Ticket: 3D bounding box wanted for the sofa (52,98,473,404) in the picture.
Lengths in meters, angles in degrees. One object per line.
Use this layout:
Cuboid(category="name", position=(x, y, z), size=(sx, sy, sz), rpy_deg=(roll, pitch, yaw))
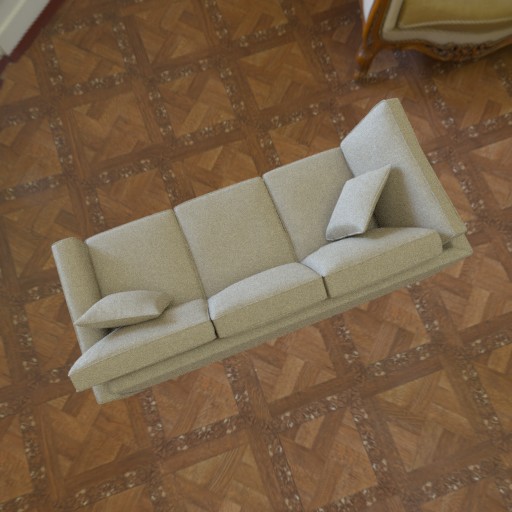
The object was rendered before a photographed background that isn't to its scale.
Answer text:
Cuboid(category="sofa", position=(0.000, 0.000, 2.850), size=(2.323, 0.948, 1.053), rpy_deg=(-20, 77, -5))
